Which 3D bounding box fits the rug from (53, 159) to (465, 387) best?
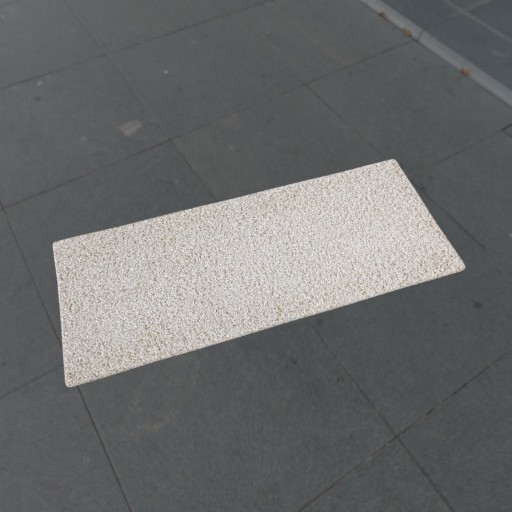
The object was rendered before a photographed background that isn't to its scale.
[{"bbox_3d":[0.000,0.000,1.757,1.524,0.030,0.609,-15,59,-9],"label":"rug"}]
